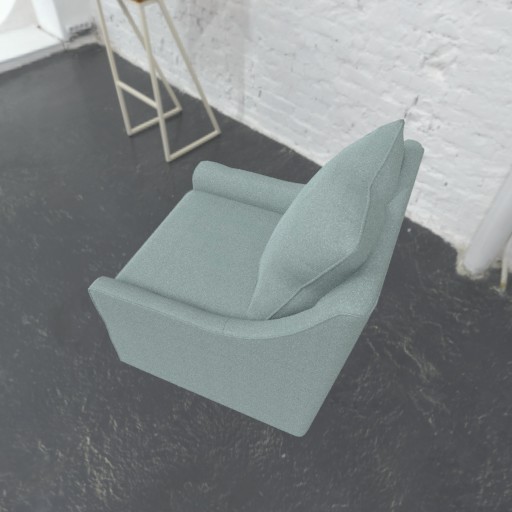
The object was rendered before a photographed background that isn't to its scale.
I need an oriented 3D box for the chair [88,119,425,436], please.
[{"bbox_3d":[0.000,0.000,1.566,0.870,0.926,0.760,18,50,16],"label":"chair"}]
